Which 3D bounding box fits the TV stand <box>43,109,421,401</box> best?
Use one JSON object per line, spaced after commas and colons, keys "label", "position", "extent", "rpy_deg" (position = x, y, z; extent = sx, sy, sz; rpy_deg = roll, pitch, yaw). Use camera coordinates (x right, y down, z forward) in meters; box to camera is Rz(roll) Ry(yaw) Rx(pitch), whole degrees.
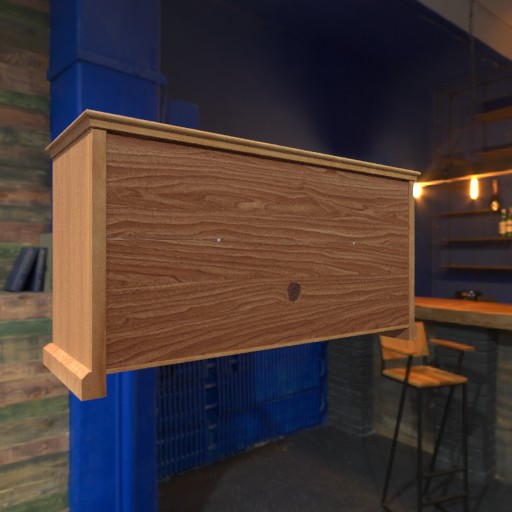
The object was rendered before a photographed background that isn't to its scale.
{"label": "TV stand", "position": [0.000, 0.000, 1.429], "extent": [1.181, 0.607, 0.417], "rpy_deg": [0, 0, -36]}
